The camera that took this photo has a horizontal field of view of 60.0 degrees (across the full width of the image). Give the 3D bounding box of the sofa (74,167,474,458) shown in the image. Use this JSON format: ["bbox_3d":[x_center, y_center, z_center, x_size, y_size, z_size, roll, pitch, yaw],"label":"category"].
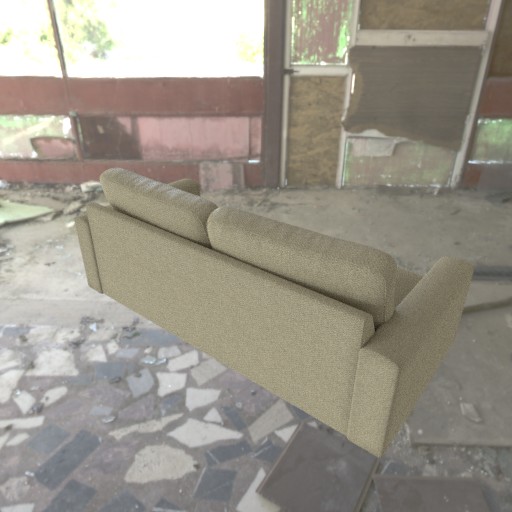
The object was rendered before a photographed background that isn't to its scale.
[{"bbox_3d":[0.000,0.000,2.632,2.179,0.873,1.016,21,35,33],"label":"sofa"}]
